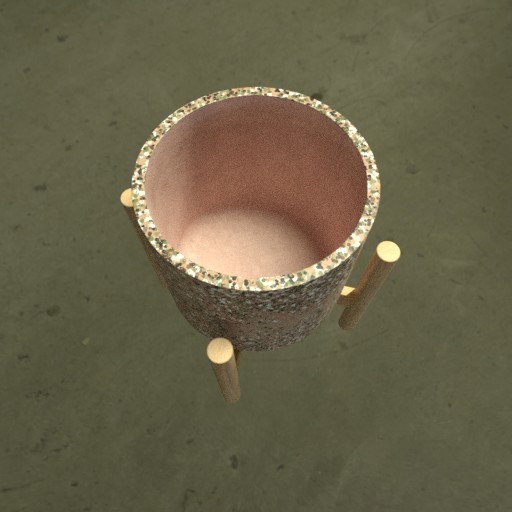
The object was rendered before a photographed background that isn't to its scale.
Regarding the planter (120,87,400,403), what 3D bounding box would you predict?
[{"bbox_3d":[0.000,0.000,0.541,0.284,0.320,0.284,33,68,15],"label":"planter"}]
